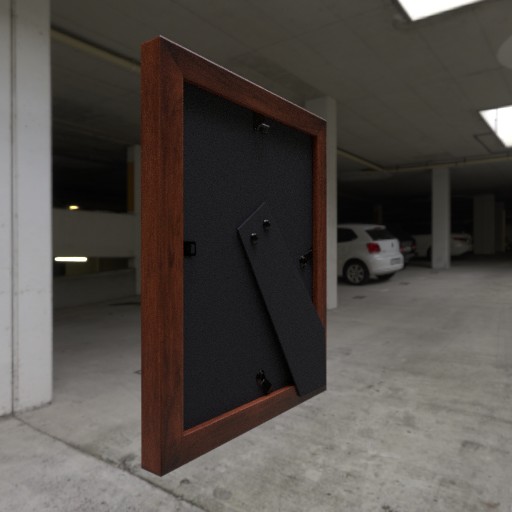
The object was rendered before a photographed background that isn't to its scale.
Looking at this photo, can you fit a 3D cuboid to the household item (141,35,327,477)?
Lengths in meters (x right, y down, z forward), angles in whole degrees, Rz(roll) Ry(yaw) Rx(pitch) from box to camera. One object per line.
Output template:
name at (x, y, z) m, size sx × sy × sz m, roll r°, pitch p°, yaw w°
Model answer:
household item at (0.000, 0.000, 0.335) m, size 0.020 × 0.250 × 0.200 m, roll 0°, pitch 0°, yaw 37°
